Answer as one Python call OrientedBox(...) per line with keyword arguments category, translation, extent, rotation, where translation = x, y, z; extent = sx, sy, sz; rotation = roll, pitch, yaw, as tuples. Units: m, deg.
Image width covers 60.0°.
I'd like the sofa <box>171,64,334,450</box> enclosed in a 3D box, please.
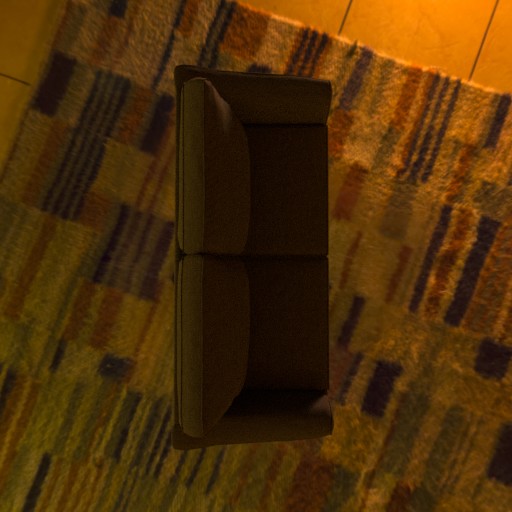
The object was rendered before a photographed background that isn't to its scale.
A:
OrientedBox(category="sofa", translation=(0.000, 0.000, 2.842), extent=(0.971, 0.950, 2.270), rotation=(0, 88, 1))
